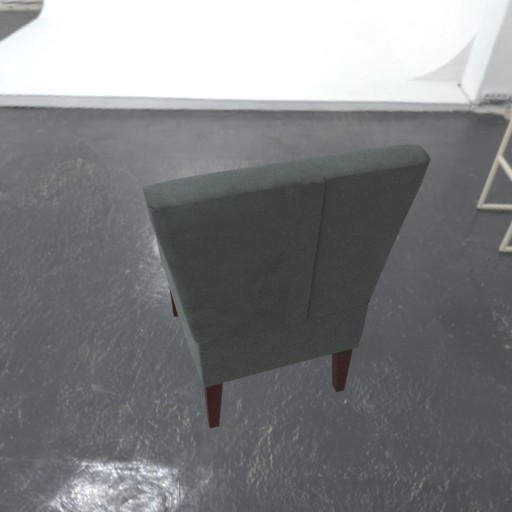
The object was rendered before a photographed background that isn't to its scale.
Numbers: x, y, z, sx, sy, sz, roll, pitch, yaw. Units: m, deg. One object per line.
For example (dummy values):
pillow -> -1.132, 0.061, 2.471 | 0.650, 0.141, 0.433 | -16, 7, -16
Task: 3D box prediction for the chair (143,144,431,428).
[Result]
chair -> 0.000, 0.000, 1.199 | 0.521, 0.806, 0.554 | -11, 42, -13
